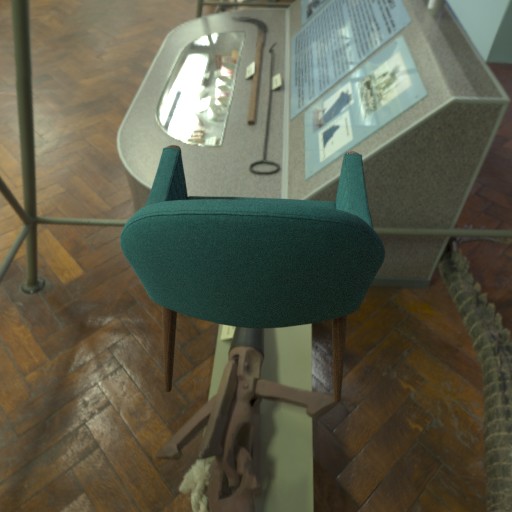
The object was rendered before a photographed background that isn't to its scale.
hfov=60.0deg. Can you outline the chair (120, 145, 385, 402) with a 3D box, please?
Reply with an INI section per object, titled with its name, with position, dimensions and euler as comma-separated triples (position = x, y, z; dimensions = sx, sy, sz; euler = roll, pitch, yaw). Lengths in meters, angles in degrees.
[chair]
position = 0.000, 0.000, 1.339
dimensions = 0.656, 0.907, 0.652
euler = 3, 47, 2
